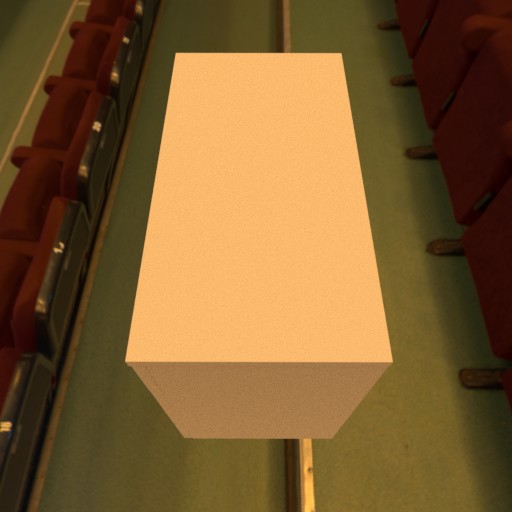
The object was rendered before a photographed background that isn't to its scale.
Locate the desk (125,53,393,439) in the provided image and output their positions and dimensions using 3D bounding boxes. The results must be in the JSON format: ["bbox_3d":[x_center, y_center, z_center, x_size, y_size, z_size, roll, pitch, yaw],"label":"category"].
[{"bbox_3d":[0.000,0.000,1.323,0.482,0.730,0.898,0,58,0],"label":"desk"}]
